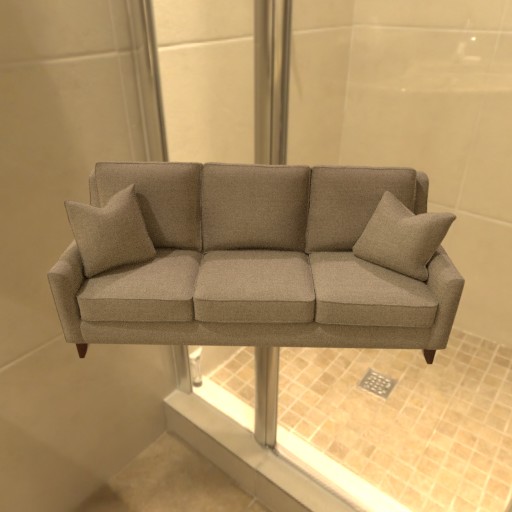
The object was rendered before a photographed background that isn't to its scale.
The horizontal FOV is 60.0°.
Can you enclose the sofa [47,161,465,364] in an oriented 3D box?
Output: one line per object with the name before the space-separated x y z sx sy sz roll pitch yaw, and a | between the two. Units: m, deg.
sofa | 0.000 0.000 2.501 2.031 0.914 0.865 1 31 1
